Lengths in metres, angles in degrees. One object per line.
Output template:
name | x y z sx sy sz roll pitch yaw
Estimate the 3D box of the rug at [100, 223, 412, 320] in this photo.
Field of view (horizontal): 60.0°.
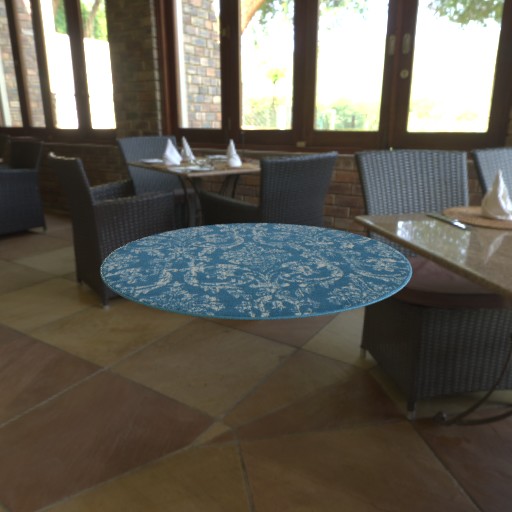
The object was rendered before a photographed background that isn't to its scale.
rug | 0.000 0.000 2.388 1.593 0.012 1.593 0 17 0
